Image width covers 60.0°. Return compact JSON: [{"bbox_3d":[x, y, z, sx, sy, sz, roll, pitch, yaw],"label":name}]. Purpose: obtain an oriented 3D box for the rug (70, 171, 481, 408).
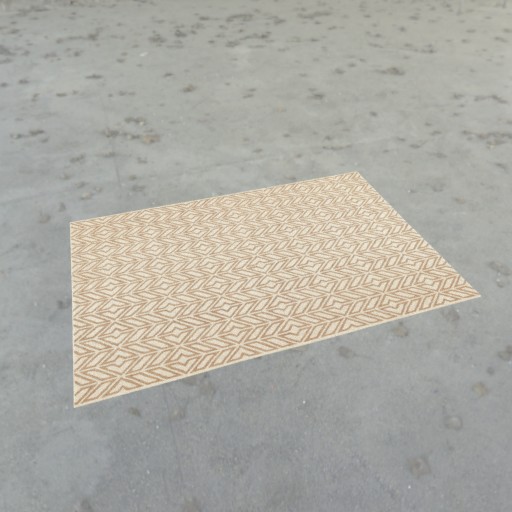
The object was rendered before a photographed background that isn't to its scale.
[{"bbox_3d":[0.000,0.000,2.303,1.828,0.007,1.220,-12,42,-14],"label":"rug"}]
